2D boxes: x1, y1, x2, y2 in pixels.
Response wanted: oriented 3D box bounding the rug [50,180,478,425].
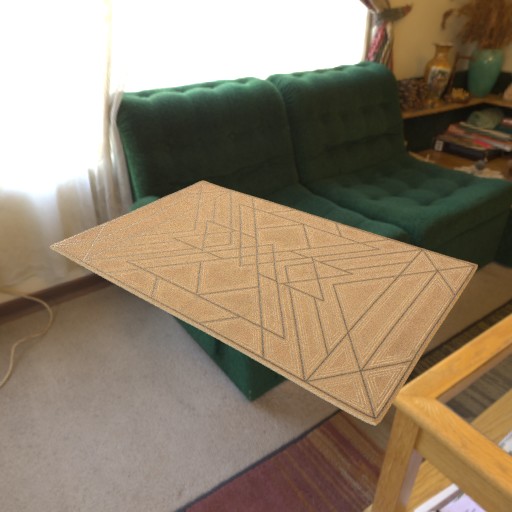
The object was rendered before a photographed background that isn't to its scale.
[{"bbox_3d":[0.000,0.000,3.001,2.459,0.023,1.575,22,37,31],"label":"rug"}]
